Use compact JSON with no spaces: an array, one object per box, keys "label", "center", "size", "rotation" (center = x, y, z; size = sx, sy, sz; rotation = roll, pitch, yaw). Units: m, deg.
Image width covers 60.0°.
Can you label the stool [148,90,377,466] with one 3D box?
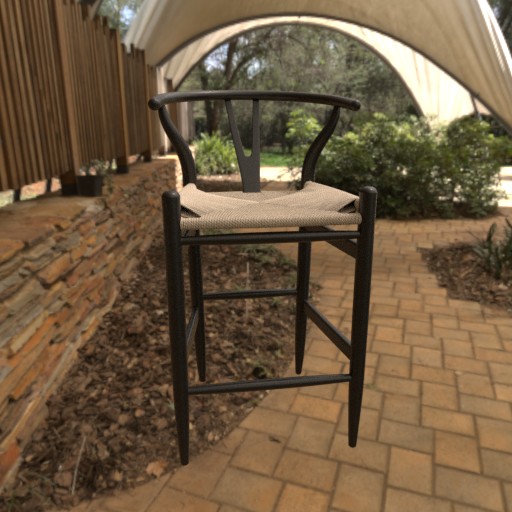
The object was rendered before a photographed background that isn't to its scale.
[{"label":"stool","center":[0.000,0.000,1.329],"size":[0.569,0.970,0.579],"rotation":[-2,17,-8]}]
